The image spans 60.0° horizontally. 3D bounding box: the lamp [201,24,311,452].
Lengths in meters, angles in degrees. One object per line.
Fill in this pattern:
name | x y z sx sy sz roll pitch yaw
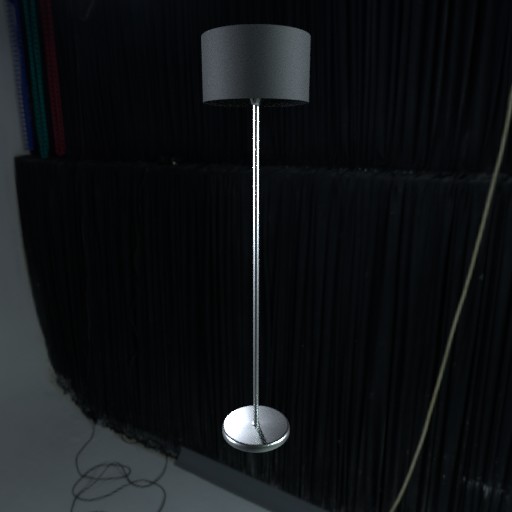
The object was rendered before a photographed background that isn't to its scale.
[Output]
lamp | 0.000 0.000 1.601 0.348 1.443 0.348 8 16 27
